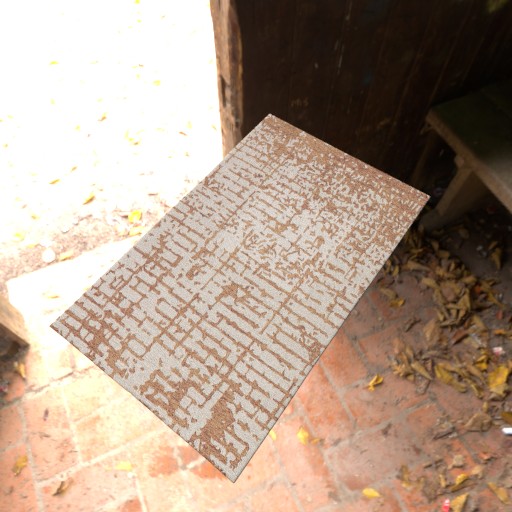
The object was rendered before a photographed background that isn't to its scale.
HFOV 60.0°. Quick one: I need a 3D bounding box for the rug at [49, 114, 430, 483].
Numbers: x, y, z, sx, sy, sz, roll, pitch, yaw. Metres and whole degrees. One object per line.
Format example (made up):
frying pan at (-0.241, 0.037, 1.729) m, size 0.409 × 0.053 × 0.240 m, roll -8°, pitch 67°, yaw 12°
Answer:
rug at (0.000, 0.000, 3.122) m, size 1.517 × 0.011 × 2.435 m, roll 33°, pitch 65°, yaw 18°
